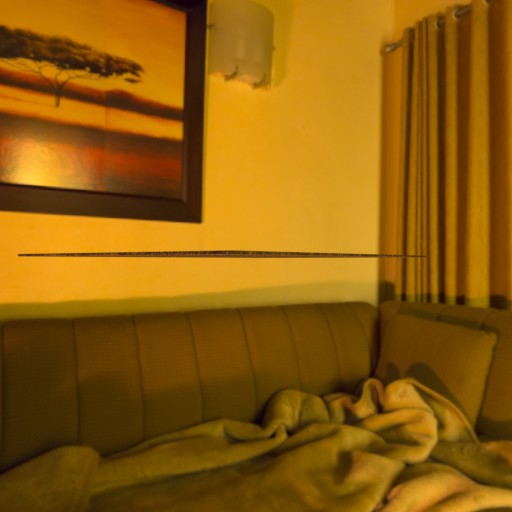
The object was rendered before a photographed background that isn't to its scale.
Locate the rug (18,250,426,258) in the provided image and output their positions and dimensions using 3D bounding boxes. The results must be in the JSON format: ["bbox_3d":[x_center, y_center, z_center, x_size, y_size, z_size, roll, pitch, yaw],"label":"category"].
[{"bbox_3d":[0.000,0.000,2.248,1.189,0.011,1.808,0,-1,37],"label":"rug"}]
